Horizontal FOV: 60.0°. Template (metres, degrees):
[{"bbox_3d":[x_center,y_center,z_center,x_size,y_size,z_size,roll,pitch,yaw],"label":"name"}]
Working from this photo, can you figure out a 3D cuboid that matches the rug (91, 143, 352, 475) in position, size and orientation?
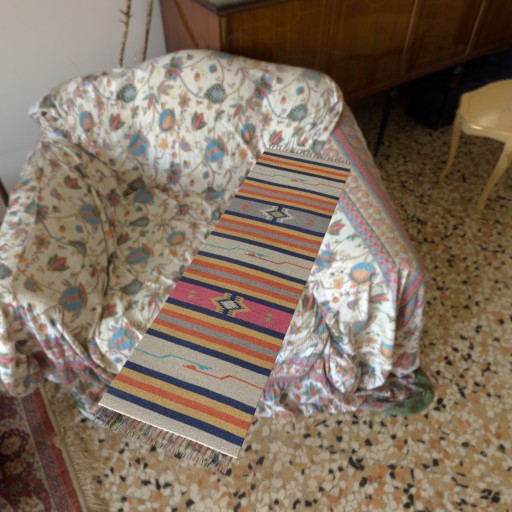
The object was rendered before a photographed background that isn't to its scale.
[{"bbox_3d":[0.000,0.000,2.716,0.695,0.017,2.455,15,48,14],"label":"rug"}]
